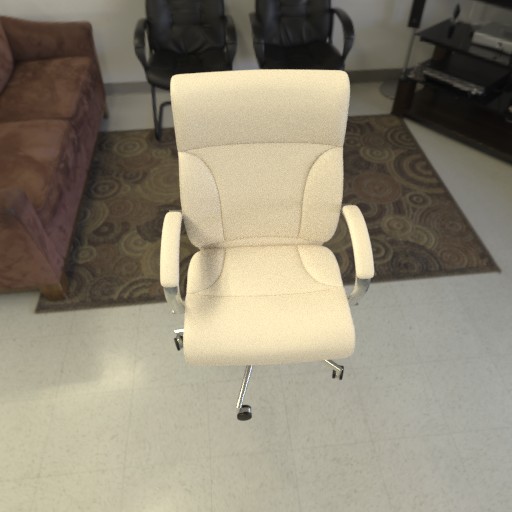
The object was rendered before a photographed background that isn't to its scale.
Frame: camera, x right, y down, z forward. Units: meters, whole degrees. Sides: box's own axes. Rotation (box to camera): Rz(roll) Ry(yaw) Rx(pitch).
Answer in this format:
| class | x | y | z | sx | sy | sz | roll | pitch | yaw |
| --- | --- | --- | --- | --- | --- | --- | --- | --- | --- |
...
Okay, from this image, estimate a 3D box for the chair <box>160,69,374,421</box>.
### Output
| class | x | y | z | sx | sy | sz | roll | pitch | yaw |
| --- | --- | --- | --- | --- | --- | --- | --- | --- | --- |
| chair | 0.000 | 0.000 | 1.599 | 0.727 | 1.099 | 0.745 | -2 | 47 | -2 |
